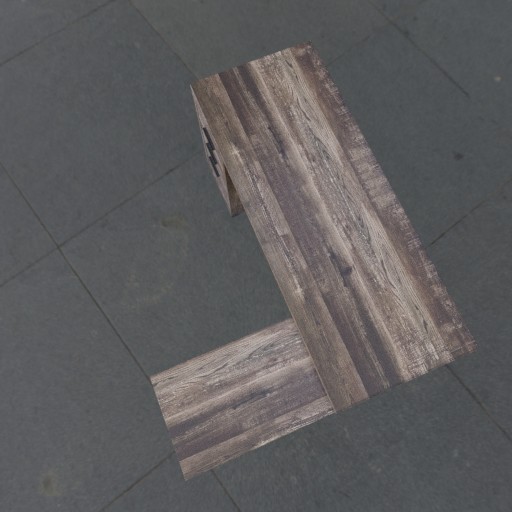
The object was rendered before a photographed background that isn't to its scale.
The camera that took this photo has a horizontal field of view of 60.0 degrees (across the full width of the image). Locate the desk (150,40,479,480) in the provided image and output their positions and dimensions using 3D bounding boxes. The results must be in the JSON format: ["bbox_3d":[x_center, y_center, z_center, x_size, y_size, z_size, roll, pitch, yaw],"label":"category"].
[{"bbox_3d":[0.000,0.000,2.171,1.200,0.753,1.524,-22,76,-6],"label":"desk"}]
